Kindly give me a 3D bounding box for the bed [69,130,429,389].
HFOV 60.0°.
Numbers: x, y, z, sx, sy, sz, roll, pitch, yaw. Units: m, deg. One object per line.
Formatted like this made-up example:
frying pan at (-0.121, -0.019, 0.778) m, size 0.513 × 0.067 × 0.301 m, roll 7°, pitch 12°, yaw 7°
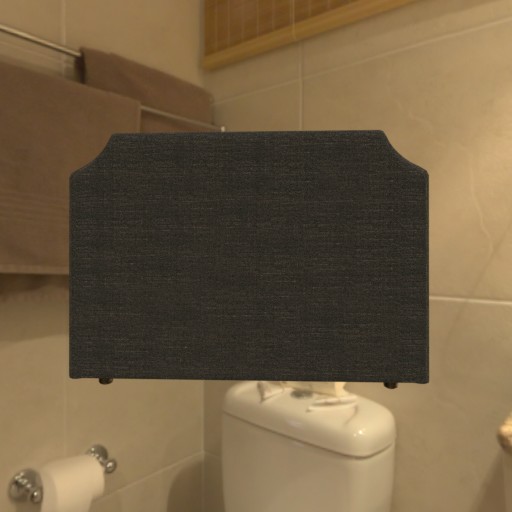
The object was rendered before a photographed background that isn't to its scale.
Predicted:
bed at (0.000, 0.000, 3.303) m, size 1.828 × 1.297 × 2.208 m, roll 0°, pitch 1°, yaw 3°
